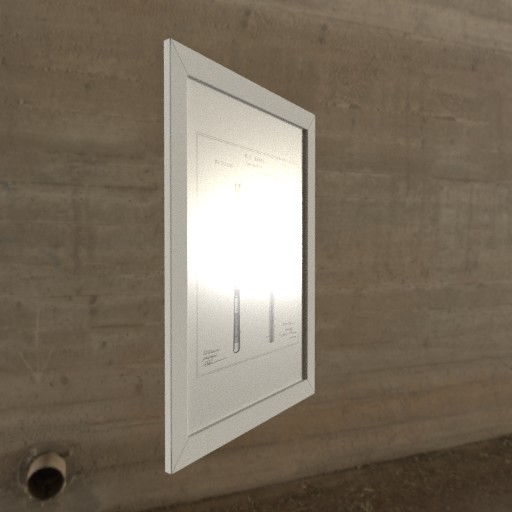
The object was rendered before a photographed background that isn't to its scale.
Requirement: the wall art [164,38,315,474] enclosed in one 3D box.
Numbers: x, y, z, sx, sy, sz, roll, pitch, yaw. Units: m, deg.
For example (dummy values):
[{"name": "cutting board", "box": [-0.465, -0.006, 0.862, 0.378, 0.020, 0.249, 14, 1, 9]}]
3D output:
[{"name": "wall art", "box": [0.000, 0.000, 0.692, 0.012, 0.529, 0.374, 1, 1, 35]}]
